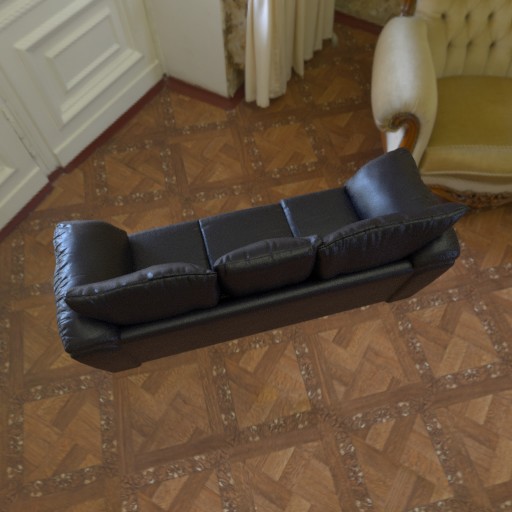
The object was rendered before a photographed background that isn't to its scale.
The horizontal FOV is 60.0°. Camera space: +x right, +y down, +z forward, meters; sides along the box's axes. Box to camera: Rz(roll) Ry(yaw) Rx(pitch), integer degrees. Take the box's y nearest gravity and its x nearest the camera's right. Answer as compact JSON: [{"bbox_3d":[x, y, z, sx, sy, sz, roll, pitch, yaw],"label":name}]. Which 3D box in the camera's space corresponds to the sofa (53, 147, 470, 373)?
[{"bbox_3d":[0.000,0.000,2.803,2.336,1.073,0.880,-13,61,-7],"label":"sofa"}]
